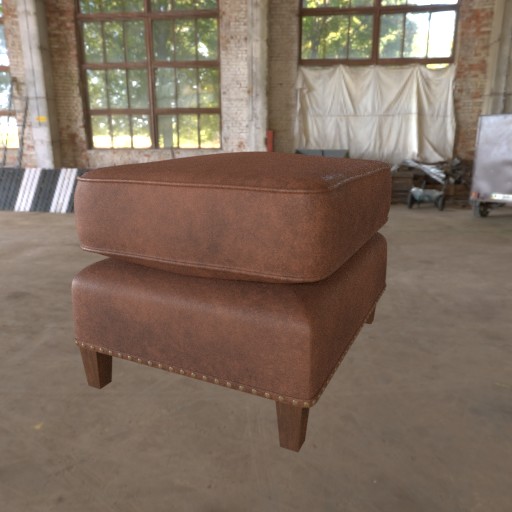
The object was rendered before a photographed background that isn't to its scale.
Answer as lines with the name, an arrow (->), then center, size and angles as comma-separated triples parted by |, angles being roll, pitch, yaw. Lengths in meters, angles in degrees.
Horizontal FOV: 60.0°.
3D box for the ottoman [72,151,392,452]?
ottoman -> 0.000, 0.000, 1.168 | 0.589, 0.537, 0.738 | 7, 17, 25
